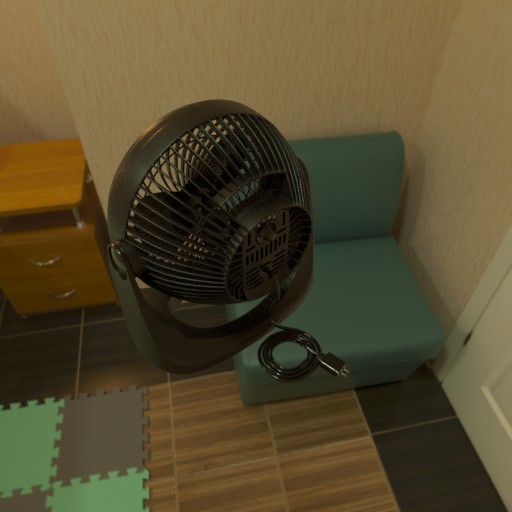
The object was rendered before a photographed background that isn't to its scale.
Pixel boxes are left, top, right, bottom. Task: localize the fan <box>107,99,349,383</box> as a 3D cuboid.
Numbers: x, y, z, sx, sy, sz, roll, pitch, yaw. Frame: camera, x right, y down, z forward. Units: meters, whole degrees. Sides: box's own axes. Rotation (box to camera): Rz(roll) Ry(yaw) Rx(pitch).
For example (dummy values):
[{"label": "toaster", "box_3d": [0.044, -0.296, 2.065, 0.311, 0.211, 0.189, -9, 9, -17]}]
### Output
[{"label": "fan", "box_3d": [0.000, 0.000, 0.492, 0.273, 0.277, 0.256, -31, 54, -27]}]
